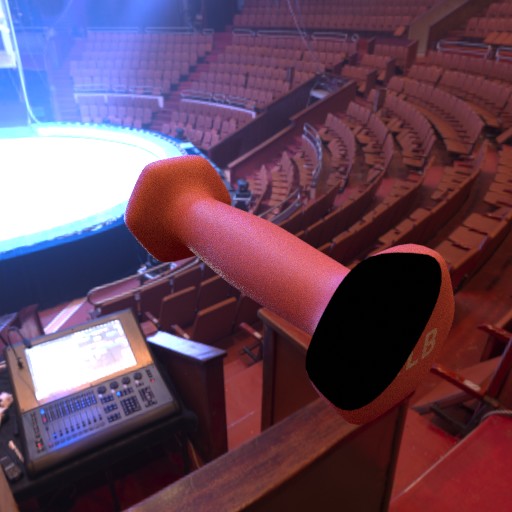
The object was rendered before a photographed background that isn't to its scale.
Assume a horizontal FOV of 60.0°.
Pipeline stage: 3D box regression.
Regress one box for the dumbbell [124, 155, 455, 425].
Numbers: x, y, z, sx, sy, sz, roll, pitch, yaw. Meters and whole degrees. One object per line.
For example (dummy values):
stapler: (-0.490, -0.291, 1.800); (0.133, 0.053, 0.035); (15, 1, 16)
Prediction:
dumbbell: (0.000, 0.000, 0.146); (0.047, 0.043, 0.123); (-19, 32, -32)
